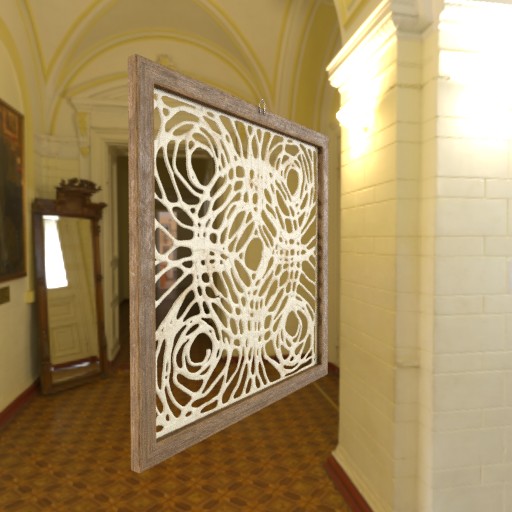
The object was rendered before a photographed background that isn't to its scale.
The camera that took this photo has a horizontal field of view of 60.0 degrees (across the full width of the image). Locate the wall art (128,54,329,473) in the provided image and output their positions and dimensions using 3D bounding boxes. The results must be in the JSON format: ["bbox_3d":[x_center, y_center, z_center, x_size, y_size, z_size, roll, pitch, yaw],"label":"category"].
[{"bbox_3d":[0.000,0.000,0.822,0.021,0.576,0.561,1,2,36],"label":"wall art"}]
